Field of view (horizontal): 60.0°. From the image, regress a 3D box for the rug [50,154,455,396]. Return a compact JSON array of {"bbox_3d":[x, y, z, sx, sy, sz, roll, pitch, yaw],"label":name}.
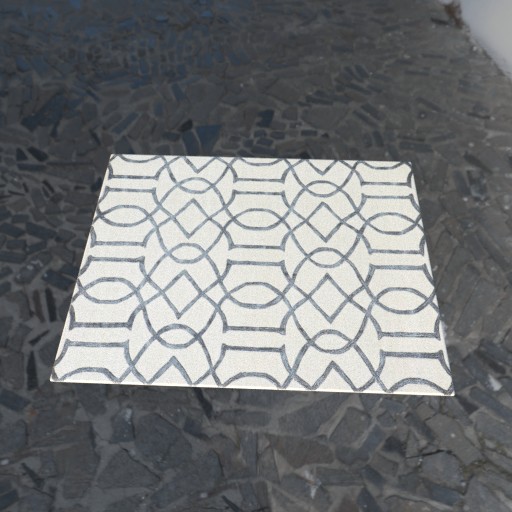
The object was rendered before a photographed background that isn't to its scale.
[{"bbox_3d":[0.000,0.000,3.741,2.910,0.021,2.211,2,59,1],"label":"rug"}]
